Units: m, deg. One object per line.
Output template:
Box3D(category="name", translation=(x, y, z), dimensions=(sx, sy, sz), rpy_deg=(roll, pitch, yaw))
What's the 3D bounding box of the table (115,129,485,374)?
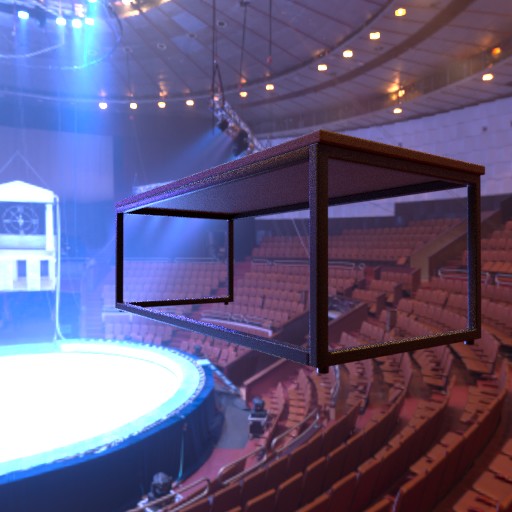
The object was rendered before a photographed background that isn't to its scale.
Box3D(category="table", translation=(0.000, 0.000, 1.309), dimensions=(0.500, 0.400, 1.100), rpy_deg=(0, -1, -34))
